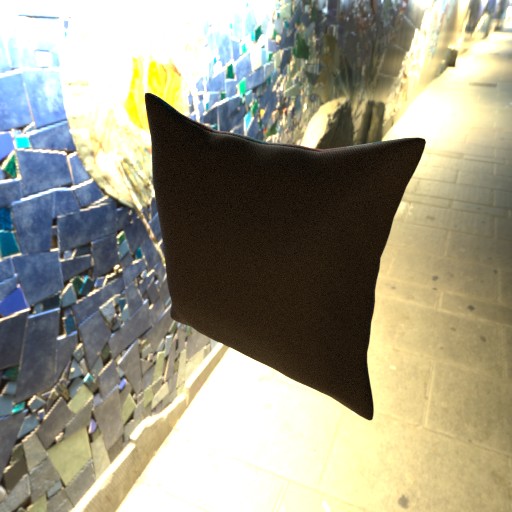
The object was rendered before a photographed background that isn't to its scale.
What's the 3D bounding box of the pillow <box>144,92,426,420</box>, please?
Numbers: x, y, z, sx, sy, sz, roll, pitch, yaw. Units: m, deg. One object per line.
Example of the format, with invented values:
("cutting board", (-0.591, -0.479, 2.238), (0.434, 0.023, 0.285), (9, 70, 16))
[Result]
("pillow", (0.000, 0.000, 0.696), (0.453, 0.443, 0.168), (21, 36, 32))
